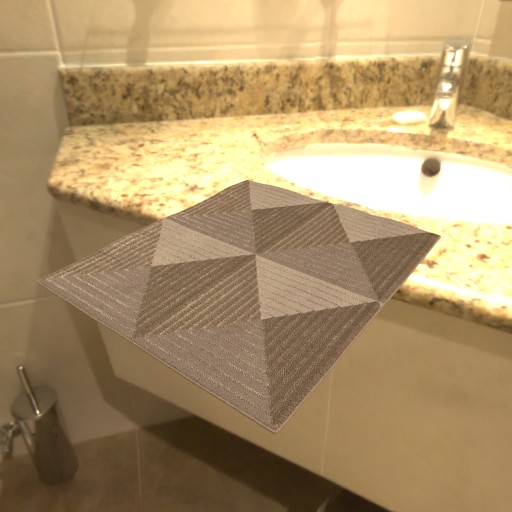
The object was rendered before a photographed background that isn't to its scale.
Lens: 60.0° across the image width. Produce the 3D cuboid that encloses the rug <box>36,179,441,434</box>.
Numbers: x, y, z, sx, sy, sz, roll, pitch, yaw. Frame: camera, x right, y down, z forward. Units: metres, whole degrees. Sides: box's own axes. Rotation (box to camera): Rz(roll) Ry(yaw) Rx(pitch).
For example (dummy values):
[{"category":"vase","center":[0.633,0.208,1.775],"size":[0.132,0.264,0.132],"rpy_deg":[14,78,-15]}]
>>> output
[{"category":"rug","center":[0.000,0.000,0.899],"size":[0.551,0.008,0.642],"rpy_deg":[22,38,31]}]
